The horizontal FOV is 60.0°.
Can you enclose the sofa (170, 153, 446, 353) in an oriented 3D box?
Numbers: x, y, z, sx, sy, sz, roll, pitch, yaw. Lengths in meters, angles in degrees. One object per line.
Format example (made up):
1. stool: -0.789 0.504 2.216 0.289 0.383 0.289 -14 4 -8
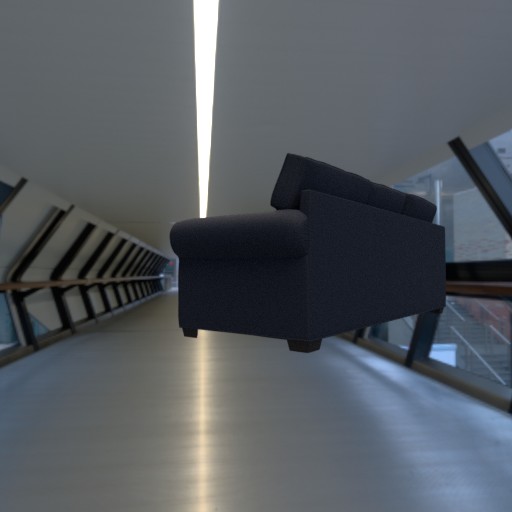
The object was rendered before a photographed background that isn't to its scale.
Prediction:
1. sofa: 0.000 0.000 3.850 2.487 1.042 2.562 -1 -2 37
